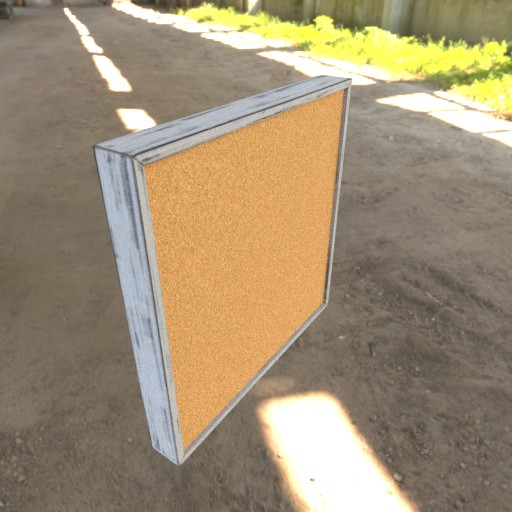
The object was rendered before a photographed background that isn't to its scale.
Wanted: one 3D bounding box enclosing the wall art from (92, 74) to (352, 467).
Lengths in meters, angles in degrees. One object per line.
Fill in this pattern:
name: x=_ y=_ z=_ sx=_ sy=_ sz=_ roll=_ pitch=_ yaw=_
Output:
wall art: x=0.000 y=0.000 z=0.453 sx=0.036 sy=0.303 sz=0.303 roll=20 pitch=37 yaw=29
